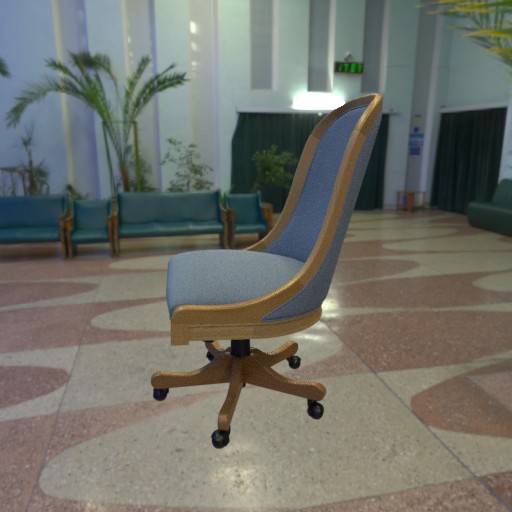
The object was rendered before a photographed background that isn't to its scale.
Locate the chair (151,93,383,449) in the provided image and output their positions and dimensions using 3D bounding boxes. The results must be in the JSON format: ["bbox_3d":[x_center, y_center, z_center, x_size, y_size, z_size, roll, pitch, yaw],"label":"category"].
[{"bbox_3d":[0.000,0.000,1.488,0.735,1.031,0.605,-2,14,-10],"label":"chair"}]
